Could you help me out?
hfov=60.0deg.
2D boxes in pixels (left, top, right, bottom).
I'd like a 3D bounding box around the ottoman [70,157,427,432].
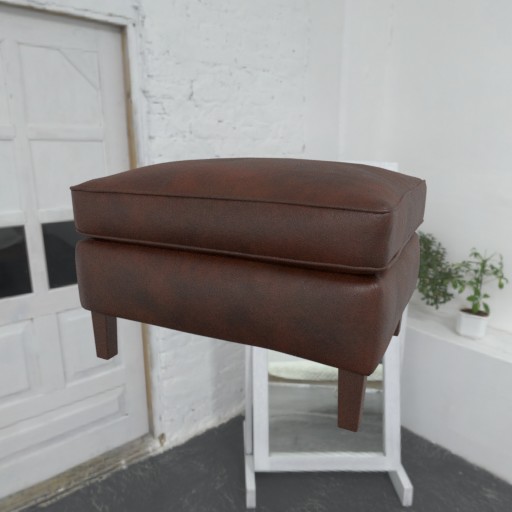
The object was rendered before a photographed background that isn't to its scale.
[{"bbox_3d":[0.000,0.000,1.001,0.665,0.432,0.501,8,17,25],"label":"ottoman"}]
